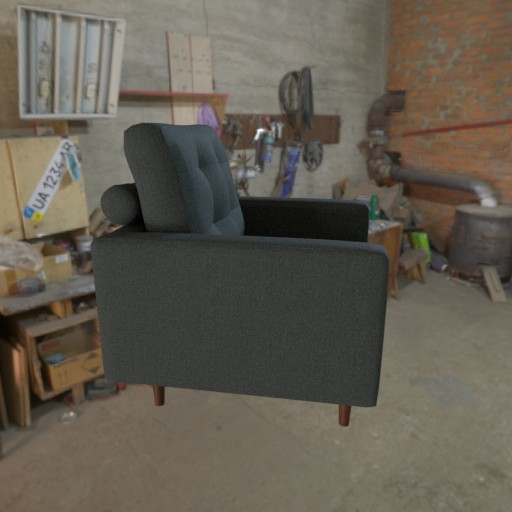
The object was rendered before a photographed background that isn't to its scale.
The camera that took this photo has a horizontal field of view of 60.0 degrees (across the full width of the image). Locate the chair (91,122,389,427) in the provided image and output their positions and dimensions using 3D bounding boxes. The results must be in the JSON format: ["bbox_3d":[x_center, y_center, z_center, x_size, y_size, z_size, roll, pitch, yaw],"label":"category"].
[{"bbox_3d":[0.000,0.000,1.538,0.843,0.880,0.821,3,16,10],"label":"chair"}]
